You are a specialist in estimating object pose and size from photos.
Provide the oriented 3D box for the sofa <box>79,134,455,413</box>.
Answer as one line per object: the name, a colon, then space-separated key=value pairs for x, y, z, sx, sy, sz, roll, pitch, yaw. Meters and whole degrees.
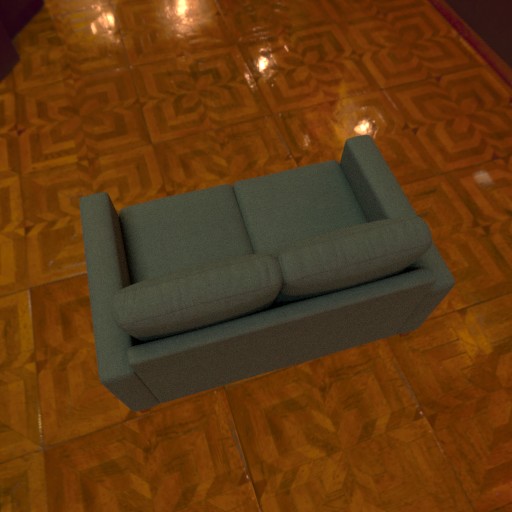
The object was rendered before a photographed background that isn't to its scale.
sofa: x=0.000 y=0.000 z=2.135 sx=1.489 sy=0.903 sz=0.955 roll=-14 pitch=60 yaw=-8
